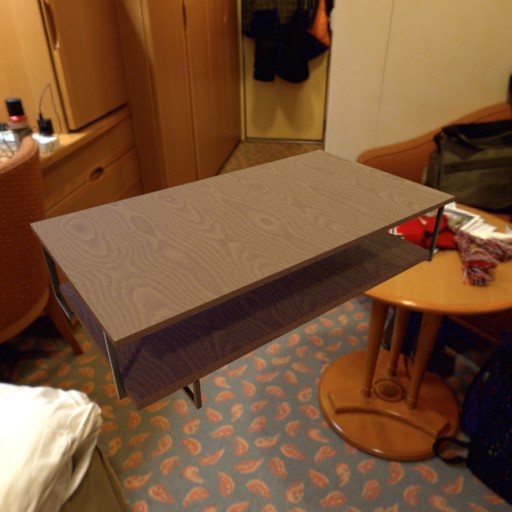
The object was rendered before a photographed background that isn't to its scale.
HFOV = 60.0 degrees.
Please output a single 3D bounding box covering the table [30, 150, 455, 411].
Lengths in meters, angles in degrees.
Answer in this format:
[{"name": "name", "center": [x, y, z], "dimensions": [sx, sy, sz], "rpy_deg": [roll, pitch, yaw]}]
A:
[{"name": "table", "center": [0.000, 0.000, 1.496], "dimensions": [1.197, 0.347, 0.651], "rpy_deg": [-21, 37, -31]}]
